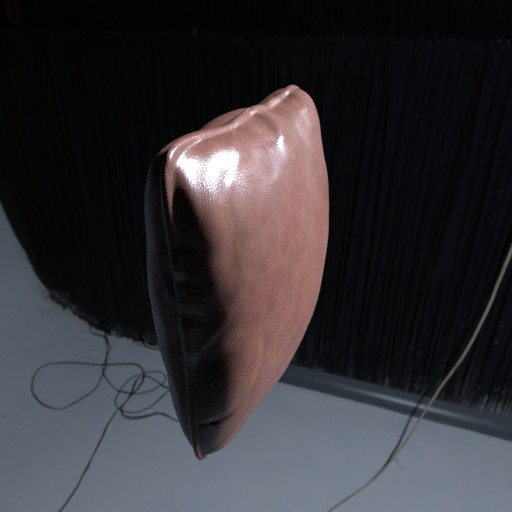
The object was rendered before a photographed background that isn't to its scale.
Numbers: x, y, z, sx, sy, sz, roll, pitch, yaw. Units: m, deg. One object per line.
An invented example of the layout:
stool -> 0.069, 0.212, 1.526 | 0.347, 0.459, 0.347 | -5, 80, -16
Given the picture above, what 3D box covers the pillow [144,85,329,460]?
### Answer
pillow -> 0.000, 0.000, 0.796 | 0.236, 0.523, 0.532 | 11, 31, 18
